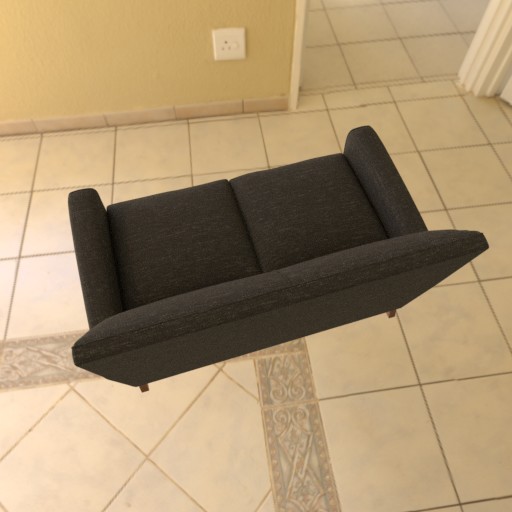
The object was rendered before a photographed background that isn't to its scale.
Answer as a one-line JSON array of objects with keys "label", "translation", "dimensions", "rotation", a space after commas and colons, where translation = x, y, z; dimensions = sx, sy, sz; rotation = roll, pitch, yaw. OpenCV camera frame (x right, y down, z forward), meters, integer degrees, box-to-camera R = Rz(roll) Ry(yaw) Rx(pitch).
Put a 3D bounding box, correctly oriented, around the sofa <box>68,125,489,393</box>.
[{"label": "sofa", "translation": [0.000, 0.000, 1.917], "dimensions": [1.420, 0.846, 0.875], "rotation": [-15, 59, -9]}]
